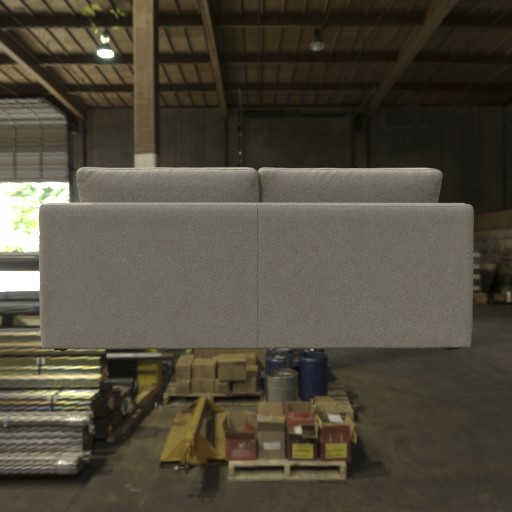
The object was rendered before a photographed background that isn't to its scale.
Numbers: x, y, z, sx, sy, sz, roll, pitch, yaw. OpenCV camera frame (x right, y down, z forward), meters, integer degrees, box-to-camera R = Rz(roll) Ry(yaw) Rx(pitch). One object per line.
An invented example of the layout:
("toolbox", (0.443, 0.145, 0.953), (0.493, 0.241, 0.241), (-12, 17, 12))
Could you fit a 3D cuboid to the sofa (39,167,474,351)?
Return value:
("sofa", (0.000, 0.000, 2.458), (1.905, 0.839, 1.091), (0, 1, -1))
